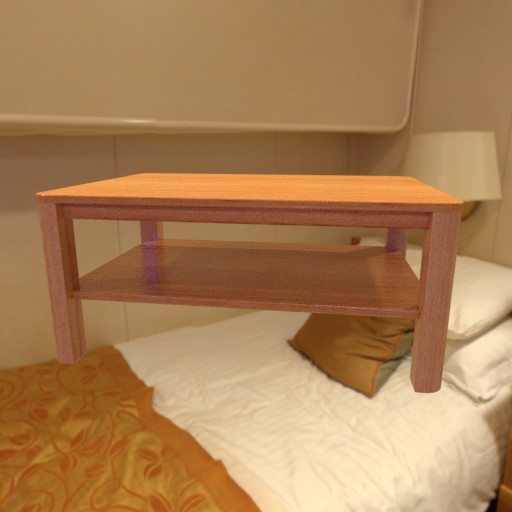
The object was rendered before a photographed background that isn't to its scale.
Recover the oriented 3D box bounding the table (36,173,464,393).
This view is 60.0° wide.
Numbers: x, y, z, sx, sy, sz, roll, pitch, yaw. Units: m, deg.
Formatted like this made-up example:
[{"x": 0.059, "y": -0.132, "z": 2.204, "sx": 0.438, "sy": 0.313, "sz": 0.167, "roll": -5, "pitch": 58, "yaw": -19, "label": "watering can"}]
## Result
[{"x": 0.000, "y": 0.000, "z": 1.375, "sx": 0.997, "sy": 0.445, "sz": 0.696, "roll": 2, "pitch": 15, "yaw": 9, "label": "table"}]
